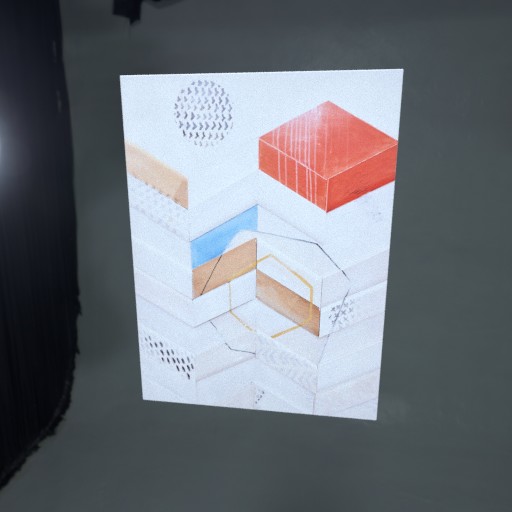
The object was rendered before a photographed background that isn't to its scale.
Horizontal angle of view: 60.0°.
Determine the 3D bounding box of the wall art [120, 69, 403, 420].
[{"bbox_3d":[0.000,0.000,1.587,0.914,1.221,0.046,2,15,8],"label":"wall art"}]
